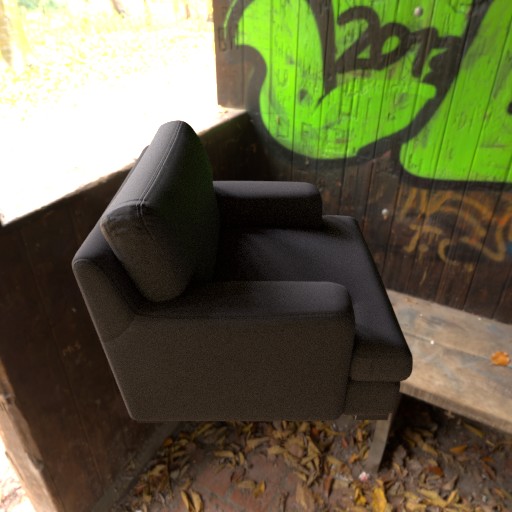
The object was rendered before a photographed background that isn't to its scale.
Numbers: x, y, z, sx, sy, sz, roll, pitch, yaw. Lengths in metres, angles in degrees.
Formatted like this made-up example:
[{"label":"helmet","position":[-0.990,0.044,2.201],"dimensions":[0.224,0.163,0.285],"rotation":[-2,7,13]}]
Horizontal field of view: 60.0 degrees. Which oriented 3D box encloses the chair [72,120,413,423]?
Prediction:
[{"label":"chair","position":[0.000,0.000,1.967],"dimensions":[1.143,0.940,1.168],"rotation":[0,33,0]}]
